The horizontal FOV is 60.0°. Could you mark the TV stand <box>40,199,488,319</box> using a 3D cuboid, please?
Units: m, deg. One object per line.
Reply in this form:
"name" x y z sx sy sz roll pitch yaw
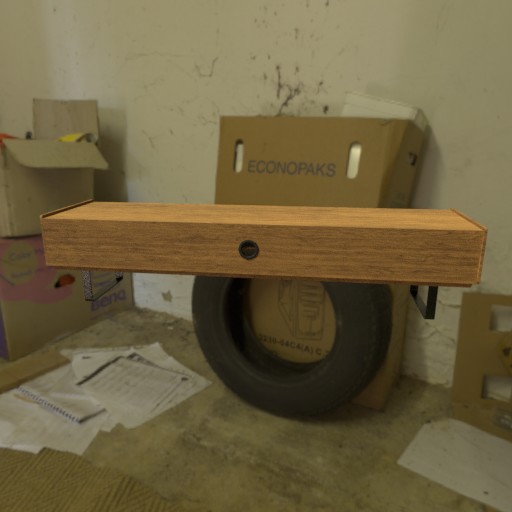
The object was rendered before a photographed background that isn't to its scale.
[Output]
"TV stand" 0.000 0.000 2.035 1.796 0.415 0.467 2 16 7
